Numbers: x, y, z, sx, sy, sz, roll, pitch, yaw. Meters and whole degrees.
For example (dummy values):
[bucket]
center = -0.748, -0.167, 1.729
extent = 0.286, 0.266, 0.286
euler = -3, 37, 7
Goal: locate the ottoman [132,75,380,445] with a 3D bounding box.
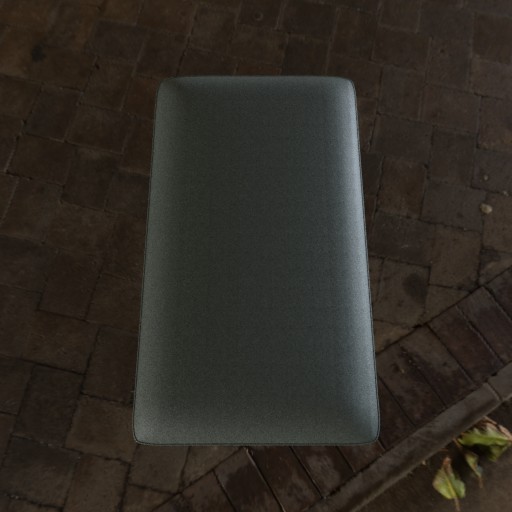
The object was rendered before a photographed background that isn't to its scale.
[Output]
[ottoman]
center = 0.000, 0.000, 1.535
extent = 0.681, 0.494, 1.173
euler = 0, 74, 0
